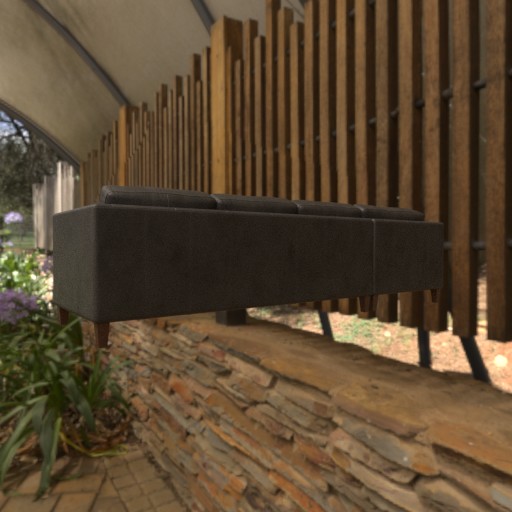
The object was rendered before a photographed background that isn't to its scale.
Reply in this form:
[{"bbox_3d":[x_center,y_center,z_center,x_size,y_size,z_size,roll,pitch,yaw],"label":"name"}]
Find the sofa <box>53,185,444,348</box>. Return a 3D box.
[{"bbox_3d":[0.000,0.000,3.822,3.203,0.883,1.581,-1,2,-36],"label":"sofa"}]
